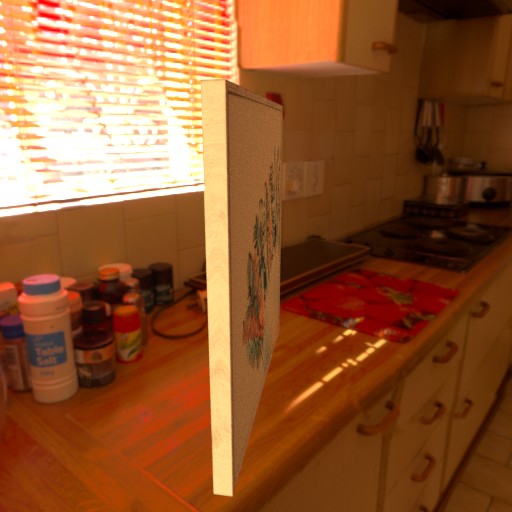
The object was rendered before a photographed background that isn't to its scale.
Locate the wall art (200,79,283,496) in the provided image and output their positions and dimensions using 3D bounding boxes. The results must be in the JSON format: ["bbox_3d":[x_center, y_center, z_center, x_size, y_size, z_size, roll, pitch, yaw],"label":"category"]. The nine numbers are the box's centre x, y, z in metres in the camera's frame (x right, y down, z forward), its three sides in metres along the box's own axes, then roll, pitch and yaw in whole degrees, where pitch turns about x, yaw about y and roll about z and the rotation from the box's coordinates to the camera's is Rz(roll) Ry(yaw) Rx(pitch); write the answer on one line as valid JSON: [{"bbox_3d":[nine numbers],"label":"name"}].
[{"bbox_3d":[0.000,0.000,1.121,0.038,0.757,0.760,3,16,9],"label":"wall art"}]
